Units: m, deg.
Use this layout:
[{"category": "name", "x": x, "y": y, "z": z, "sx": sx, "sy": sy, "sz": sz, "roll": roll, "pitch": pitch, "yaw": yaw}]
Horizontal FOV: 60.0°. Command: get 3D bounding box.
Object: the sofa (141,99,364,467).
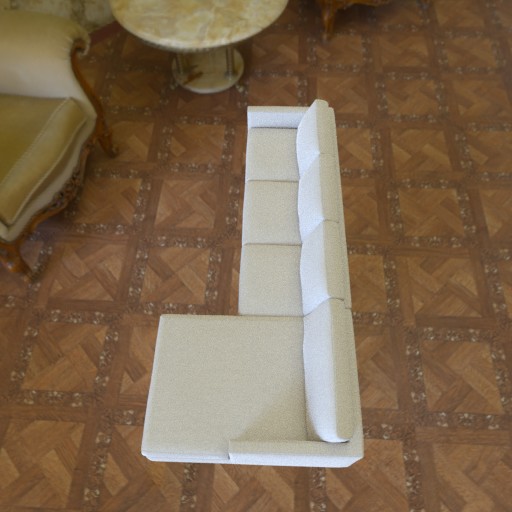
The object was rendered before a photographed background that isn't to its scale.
[{"category": "sofa", "x": 0.000, "y": 0.000, "z": 4.113, "sx": 1.599, "sy": 0.954, "sz": 3.471, "roll": 1, "pitch": 59, "yaw": 1}]
